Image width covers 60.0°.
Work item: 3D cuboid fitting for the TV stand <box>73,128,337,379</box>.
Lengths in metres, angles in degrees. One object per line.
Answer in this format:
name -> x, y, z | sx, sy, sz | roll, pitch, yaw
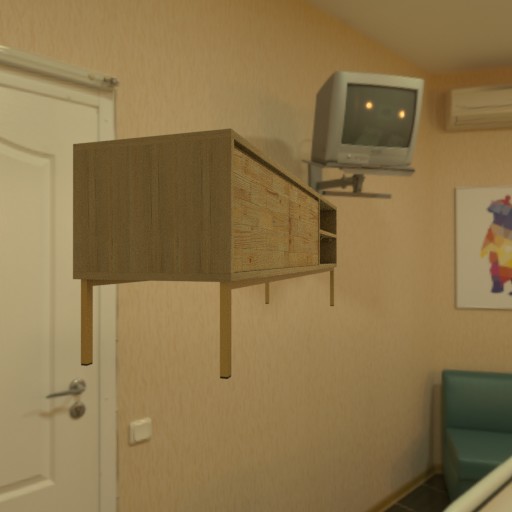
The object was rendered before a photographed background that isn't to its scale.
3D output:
TV stand -> 0.000, 0.000, 1.788 | 0.420, 0.550, 1.600 | 0, 0, 18
